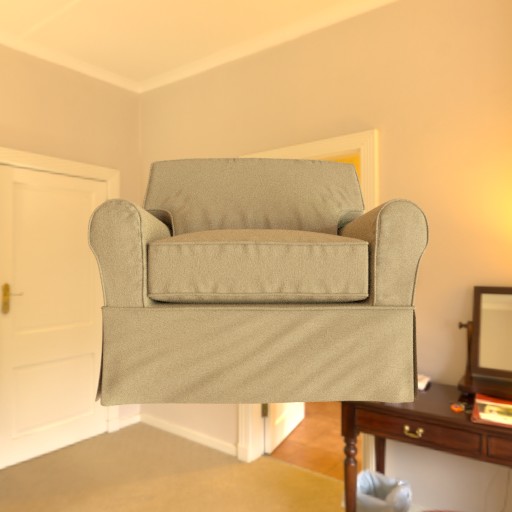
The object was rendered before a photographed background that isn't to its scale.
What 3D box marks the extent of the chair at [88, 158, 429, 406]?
[{"bbox_3d":[0.000,0.000,1.803,1.096,0.937,0.903,0,-1,-1],"label":"chair"}]
